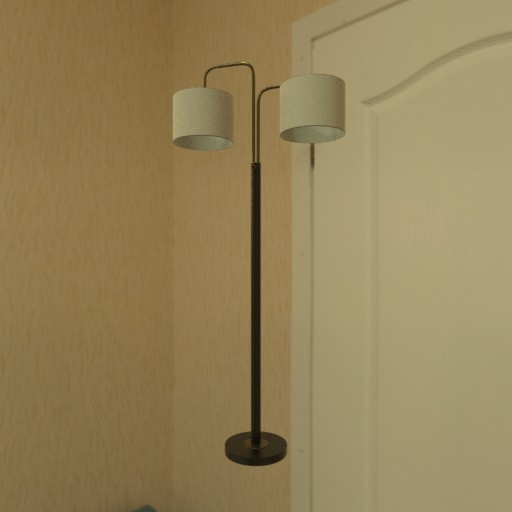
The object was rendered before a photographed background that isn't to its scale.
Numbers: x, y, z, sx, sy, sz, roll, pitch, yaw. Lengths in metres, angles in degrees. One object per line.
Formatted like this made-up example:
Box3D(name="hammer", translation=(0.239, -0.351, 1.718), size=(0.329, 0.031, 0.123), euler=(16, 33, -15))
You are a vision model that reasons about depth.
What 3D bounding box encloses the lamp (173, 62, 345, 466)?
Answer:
Box3D(name="lamp", translation=(0.000, 0.000, 1.797), size=(0.711, 1.587, 0.254), euler=(0, 0, 16))
